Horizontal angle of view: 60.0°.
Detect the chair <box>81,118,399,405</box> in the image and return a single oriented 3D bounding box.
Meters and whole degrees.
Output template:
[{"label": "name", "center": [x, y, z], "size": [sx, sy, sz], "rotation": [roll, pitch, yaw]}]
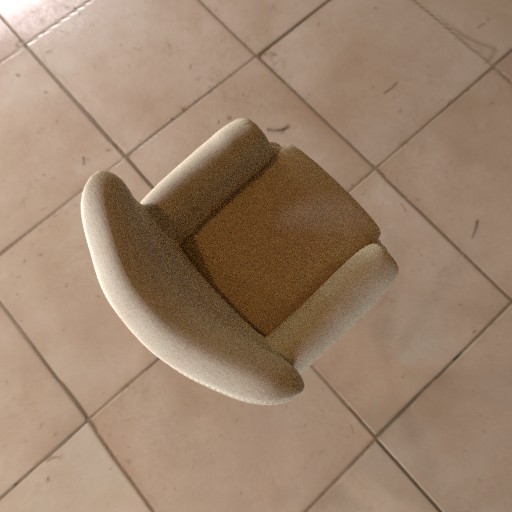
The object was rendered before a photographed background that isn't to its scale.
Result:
[{"label": "chair", "center": [0.000, 0.000, 1.678], "size": [0.921, 0.936, 0.861], "rotation": [-42, 79, -10]}]
